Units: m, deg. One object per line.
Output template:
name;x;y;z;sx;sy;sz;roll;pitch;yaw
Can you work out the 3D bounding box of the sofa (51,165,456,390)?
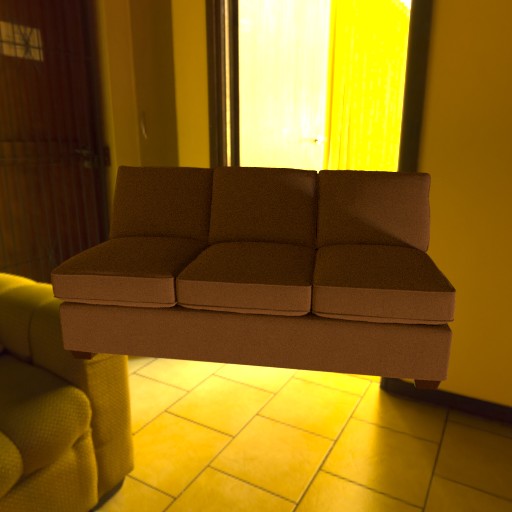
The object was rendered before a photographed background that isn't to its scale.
sofa;0.000;0.000;2.712;2.092;1.036;1.127;2;15;9
